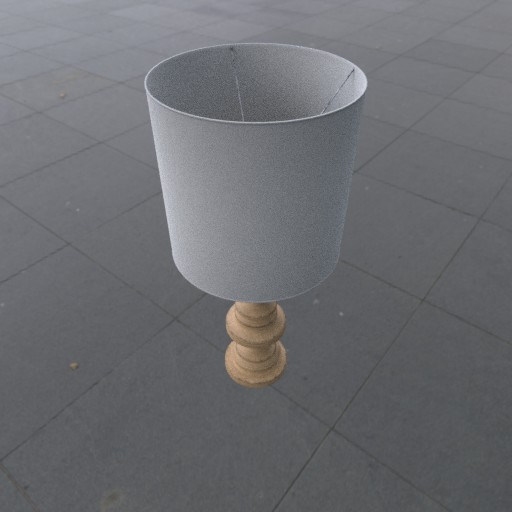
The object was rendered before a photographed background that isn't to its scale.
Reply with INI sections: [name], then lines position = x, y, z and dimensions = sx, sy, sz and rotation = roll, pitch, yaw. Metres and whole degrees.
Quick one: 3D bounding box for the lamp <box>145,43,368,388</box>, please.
[lamp]
position = 0.000, 0.000, 0.571
dimensions = 0.208, 0.455, 0.208
rotation = -26, 47, -26
